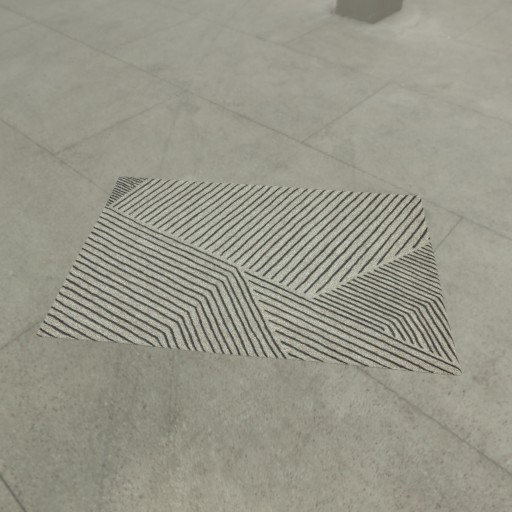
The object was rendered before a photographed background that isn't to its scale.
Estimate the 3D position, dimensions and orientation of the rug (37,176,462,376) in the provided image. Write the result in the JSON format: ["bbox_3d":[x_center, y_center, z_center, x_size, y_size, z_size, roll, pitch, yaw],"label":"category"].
[{"bbox_3d":[0.000,0.000,3.002,2.406,0.023,1.539,4,47,4],"label":"rug"}]
